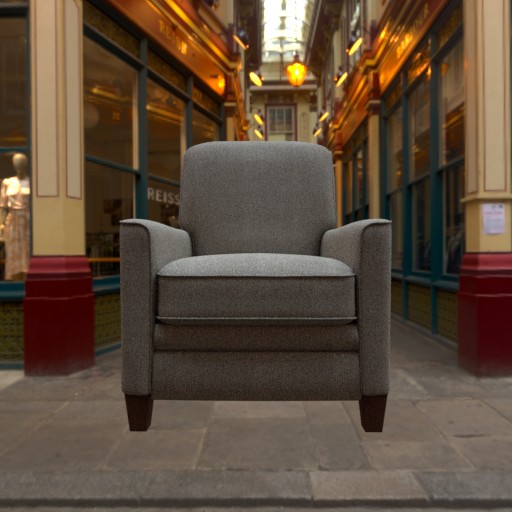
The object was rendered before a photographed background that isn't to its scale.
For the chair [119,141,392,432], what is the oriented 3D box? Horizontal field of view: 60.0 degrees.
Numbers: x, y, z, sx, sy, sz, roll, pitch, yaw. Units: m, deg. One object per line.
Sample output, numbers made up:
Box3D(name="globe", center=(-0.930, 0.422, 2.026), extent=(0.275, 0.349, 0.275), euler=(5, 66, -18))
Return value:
Box3D(name="chair", center=(0.000, 0.000, 1.677), extent=(0.841, 1.028, 0.858), euler=(0, 1, 0))
